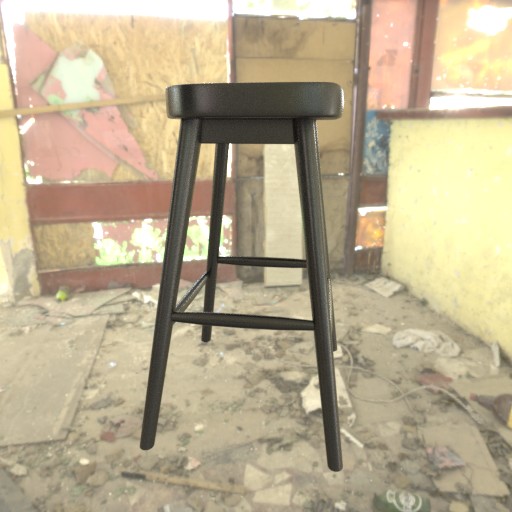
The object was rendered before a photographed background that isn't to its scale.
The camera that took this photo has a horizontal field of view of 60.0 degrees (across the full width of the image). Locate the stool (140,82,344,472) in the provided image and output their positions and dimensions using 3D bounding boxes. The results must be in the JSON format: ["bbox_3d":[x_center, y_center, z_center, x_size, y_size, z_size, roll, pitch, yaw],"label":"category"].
[{"bbox_3d":[0.000,0.000,0.885,0.361,0.615,0.440,3,17,8],"label":"stool"}]
